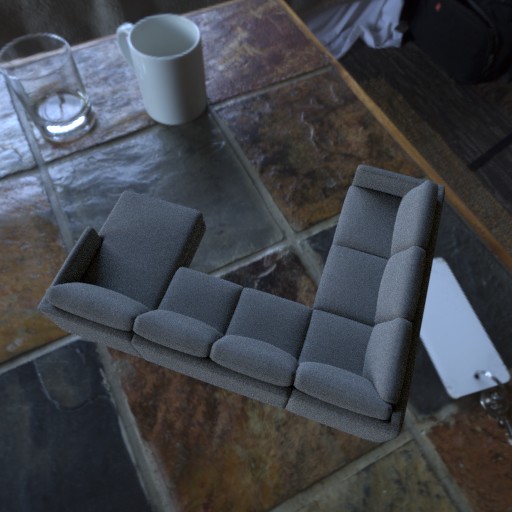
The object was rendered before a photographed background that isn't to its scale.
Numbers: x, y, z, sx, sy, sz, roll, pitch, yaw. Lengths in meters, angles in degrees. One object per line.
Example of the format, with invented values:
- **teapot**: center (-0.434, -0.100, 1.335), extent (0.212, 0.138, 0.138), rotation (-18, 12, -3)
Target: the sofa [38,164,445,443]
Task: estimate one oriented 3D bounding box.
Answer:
- **sofa**: center (0.000, 0.000, 4.420), extent (3.238, 0.853, 2.551), rotation (17, 64, 9)
